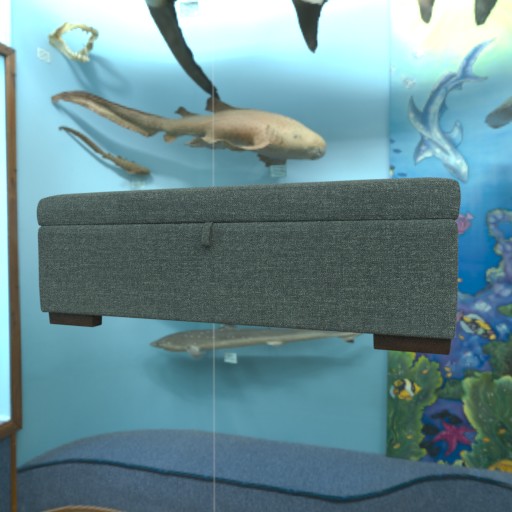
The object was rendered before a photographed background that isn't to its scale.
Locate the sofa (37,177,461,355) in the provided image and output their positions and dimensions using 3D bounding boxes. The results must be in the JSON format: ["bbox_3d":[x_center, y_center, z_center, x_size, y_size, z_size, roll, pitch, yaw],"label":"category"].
[{"bbox_3d":[0.000,0.000,1.518,1.198,0.417,0.782,1,2,20],"label":"sofa"}]
